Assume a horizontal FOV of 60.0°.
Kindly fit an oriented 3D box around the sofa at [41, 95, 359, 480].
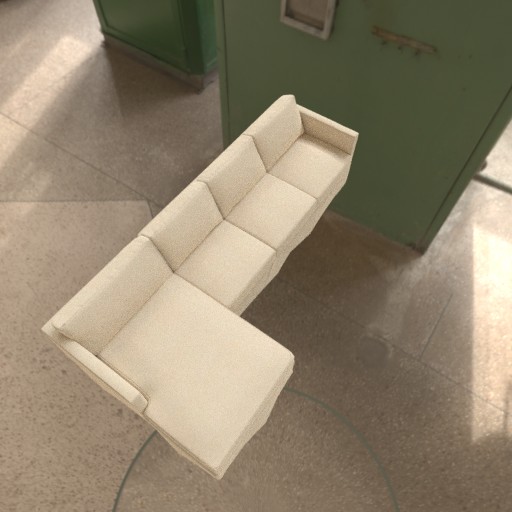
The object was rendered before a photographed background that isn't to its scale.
[{"bbox_3d":[0.000,0.000,3.891,1.650,0.922,3.205,31,63,18],"label":"sofa"}]
